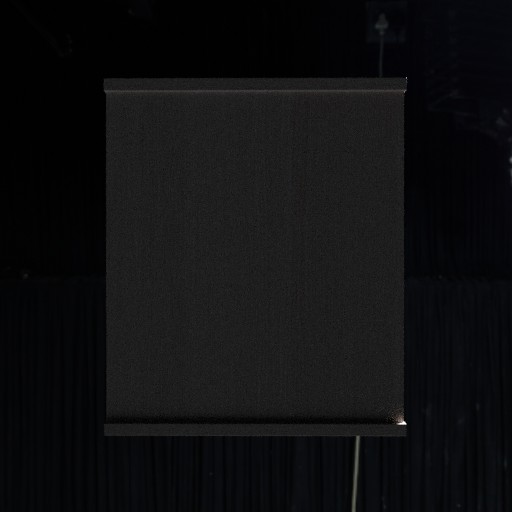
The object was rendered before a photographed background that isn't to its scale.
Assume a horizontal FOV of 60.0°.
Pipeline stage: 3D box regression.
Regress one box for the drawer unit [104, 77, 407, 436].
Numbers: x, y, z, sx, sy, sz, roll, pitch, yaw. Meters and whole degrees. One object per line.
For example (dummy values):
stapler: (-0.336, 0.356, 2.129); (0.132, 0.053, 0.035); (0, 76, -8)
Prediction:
drawer unit: (0.000, 0.000, 0.600); (0.290, 0.344, 0.349); (0, 0, 0)
